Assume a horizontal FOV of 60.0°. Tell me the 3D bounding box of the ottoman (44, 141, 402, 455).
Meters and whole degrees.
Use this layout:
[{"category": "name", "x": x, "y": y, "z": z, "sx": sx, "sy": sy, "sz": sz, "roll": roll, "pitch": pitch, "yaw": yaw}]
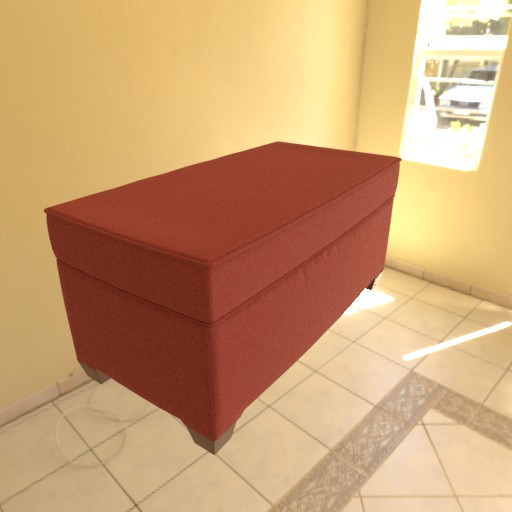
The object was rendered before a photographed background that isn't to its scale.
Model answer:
[{"category": "ottoman", "x": 0.000, "y": 0.000, "z": 1.254, "sx": 0.497, "sy": 0.454, "sz": 0.948, "roll": 17, "pitch": 30, "yaw": 31}]
